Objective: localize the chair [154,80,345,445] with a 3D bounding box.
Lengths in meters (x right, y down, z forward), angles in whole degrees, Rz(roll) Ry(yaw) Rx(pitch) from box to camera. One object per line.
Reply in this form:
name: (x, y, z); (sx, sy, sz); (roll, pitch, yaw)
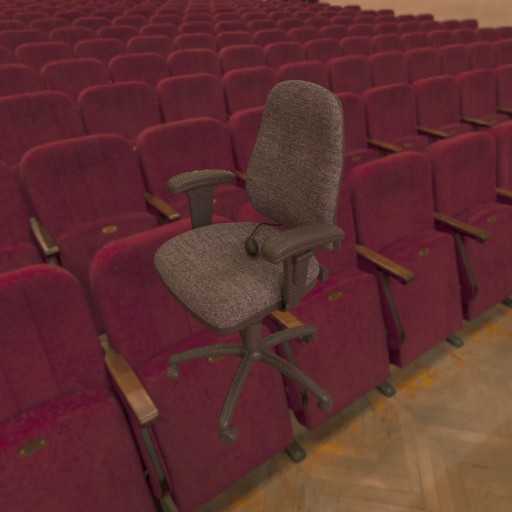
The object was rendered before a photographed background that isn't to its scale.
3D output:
chair: (0.000, 0.000, 1.265); (0.530, 0.910, 0.550); (-20, 36, -30)
